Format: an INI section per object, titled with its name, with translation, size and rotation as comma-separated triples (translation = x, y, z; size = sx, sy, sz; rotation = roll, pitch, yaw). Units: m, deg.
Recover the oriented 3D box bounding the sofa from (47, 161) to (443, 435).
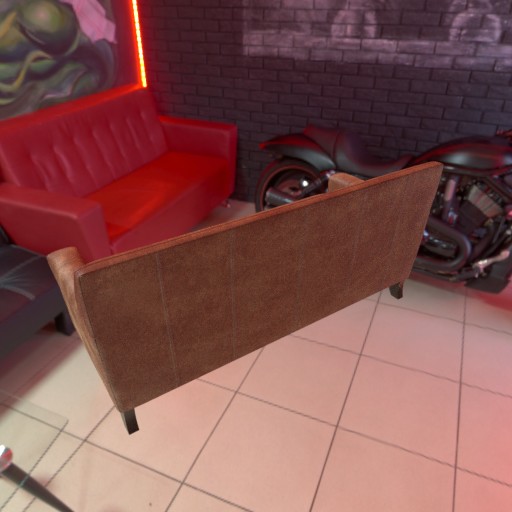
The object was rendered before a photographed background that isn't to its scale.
[sofa]
translation = 0.000, 0.000, 2.534
size = 2.053, 0.947, 0.805
rotation = -19, 36, -29
